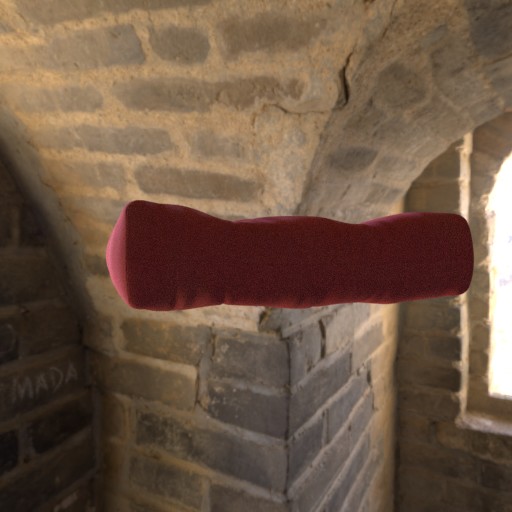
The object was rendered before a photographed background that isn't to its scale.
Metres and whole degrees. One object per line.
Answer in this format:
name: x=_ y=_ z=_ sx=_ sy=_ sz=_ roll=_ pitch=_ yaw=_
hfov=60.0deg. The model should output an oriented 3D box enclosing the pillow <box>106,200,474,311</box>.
pillow: x=0.000 y=0.000 z=0.732 sx=0.468 sy=0.128 sz=0.490 roll=0 pitch=1 yaw=-19
